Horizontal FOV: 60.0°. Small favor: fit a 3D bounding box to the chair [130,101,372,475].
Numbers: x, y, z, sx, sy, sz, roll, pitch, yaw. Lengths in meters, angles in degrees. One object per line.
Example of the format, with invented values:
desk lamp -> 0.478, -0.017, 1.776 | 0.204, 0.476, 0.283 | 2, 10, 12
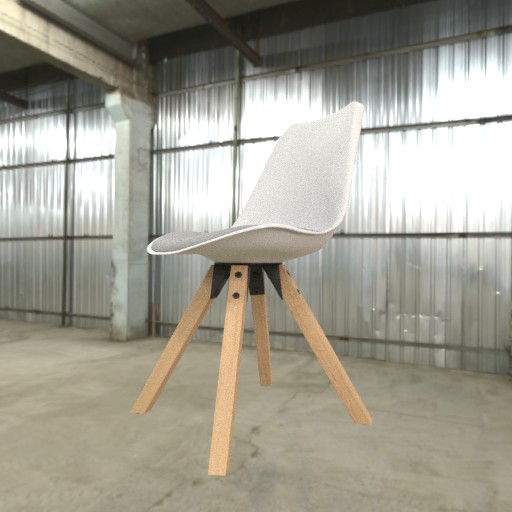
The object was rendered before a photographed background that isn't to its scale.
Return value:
chair -> 0.000, 0.000, 1.173 | 0.550, 0.850, 0.485 | 0, 0, -36
